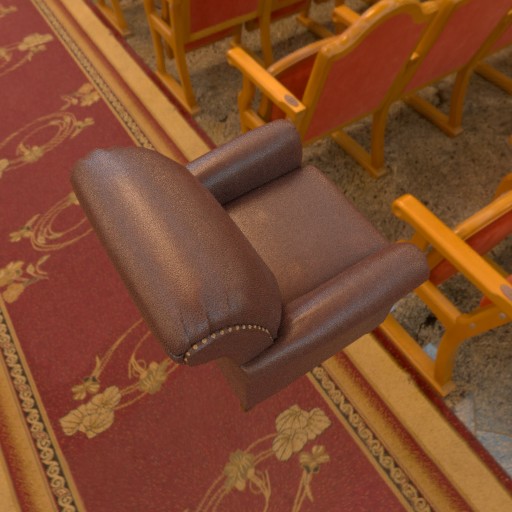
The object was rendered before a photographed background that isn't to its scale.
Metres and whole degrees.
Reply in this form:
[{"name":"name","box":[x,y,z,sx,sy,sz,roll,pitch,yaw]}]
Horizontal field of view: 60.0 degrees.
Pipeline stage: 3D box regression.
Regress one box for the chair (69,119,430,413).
[{"name":"chair","box":[0.000,0.000,1.571,0.890,0.927,0.854,-29,62,-17]}]
